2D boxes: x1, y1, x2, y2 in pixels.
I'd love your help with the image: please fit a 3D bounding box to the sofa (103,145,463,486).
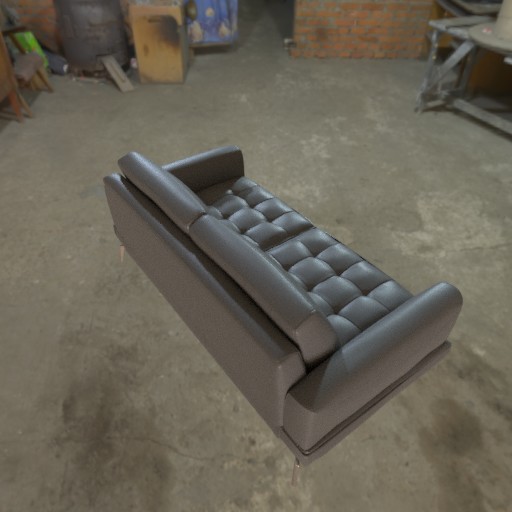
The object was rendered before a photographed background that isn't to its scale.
[{"bbox_3d":[0.000,0.000,2.711,1.121,0.930,2.177,-25,46,-27],"label":"sofa"}]
